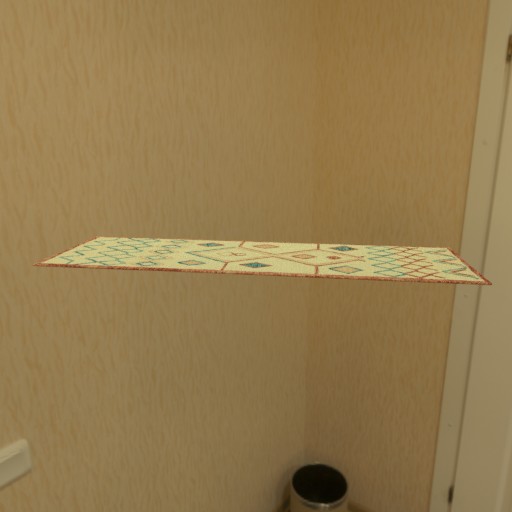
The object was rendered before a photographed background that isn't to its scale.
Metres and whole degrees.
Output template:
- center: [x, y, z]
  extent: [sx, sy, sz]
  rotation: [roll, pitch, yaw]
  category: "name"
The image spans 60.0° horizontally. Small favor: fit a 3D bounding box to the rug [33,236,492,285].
- center: [0.000, 0.000, 2.684]
  extent: [2.435, 0.011, 0.750]
  rotation: [2, 15, 8]
  category: "rug"
